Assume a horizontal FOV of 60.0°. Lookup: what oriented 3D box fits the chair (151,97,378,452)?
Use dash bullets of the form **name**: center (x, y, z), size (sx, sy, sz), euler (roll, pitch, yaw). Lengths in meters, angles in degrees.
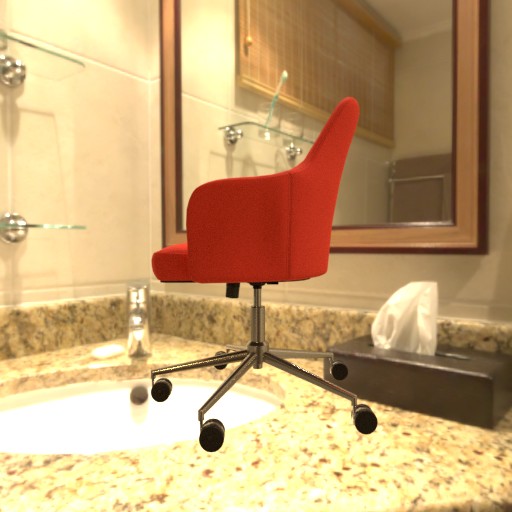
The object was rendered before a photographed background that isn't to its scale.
- **chair**: center (0.000, 0.000, 1.261), size (0.600, 0.820, 0.655), euler (0, 2, 0)
